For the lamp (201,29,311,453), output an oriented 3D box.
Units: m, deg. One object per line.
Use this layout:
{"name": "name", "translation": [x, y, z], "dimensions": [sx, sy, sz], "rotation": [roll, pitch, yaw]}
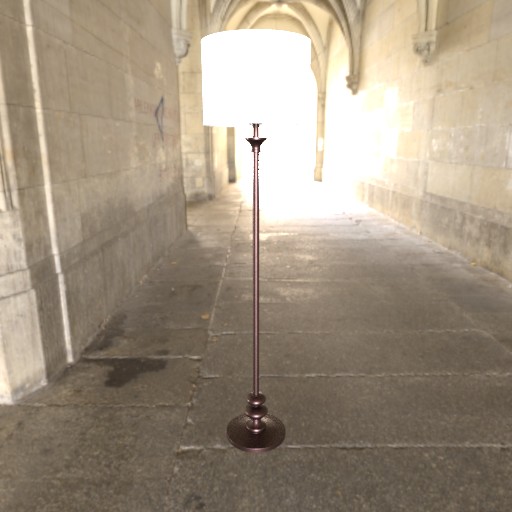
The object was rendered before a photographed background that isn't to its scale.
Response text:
{"name": "lamp", "translation": [0.000, 0.000, 1.623], "dimensions": [0.356, 1.487, 0.356], "rotation": [-14, 20, -43]}
